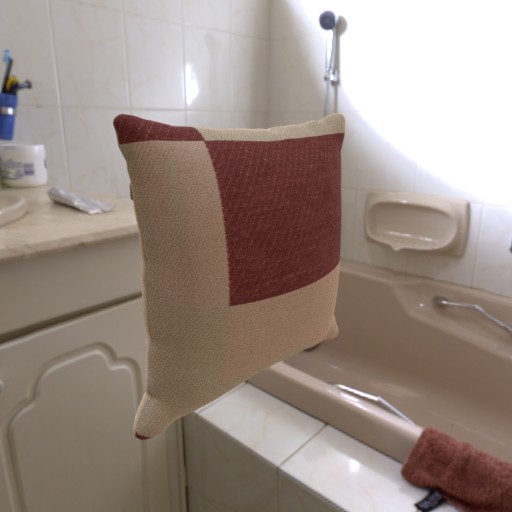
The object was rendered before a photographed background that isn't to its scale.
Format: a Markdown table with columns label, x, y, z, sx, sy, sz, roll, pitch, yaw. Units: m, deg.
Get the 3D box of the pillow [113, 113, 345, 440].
| label | x | y | z | sx | sy | sz | roll | pitch | yaw |
| --- | --- | --- | --- | --- | --- | --- | --- | --- | --- |
| pillow | 0.000 | 0.000 | 0.813 | 0.536 | 0.506 | 0.229 | -16 | 22 | -42 |
